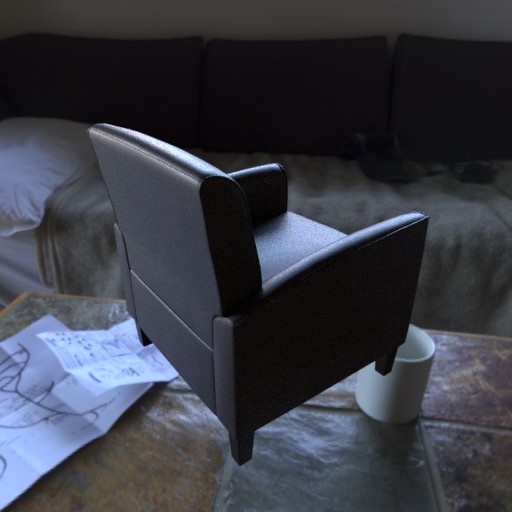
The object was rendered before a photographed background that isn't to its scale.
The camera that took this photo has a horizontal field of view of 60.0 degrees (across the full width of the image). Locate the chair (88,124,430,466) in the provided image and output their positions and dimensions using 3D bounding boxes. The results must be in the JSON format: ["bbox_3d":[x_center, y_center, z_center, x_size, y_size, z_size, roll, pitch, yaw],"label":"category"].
[{"bbox_3d":[0.000,0.000,1.574,0.819,0.916,0.820,-18,32,-32],"label":"chair"}]
